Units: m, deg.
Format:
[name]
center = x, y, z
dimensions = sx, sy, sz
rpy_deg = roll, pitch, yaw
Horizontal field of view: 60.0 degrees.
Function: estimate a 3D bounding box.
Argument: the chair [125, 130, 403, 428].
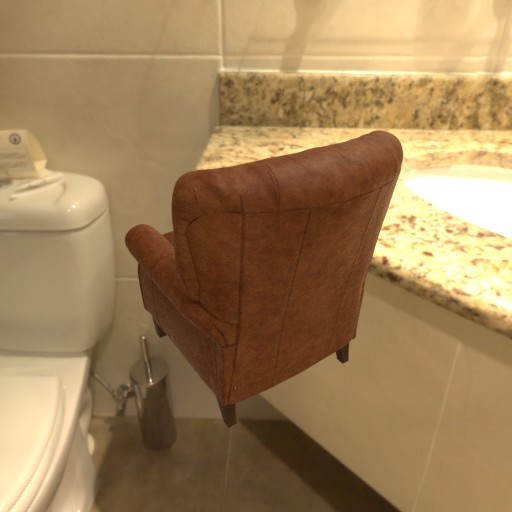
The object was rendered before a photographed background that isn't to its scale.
[chair]
center = 0.000, 0.000, 1.958
dimensions = 0.951, 1.164, 1.059
rpy_deg = -19, 36, -29
